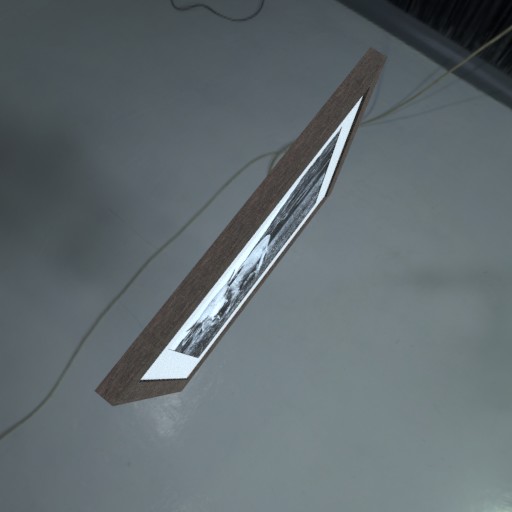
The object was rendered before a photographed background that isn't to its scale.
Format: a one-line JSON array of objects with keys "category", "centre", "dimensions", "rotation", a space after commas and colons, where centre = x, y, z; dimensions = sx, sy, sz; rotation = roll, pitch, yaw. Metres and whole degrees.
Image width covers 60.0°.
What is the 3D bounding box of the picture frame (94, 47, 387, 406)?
[{"category": "picture frame", "centre": [0.000, 0.000, 0.750], "dimensions": [0.026, 0.455, 0.546], "rotation": [36, 78, 9]}]
